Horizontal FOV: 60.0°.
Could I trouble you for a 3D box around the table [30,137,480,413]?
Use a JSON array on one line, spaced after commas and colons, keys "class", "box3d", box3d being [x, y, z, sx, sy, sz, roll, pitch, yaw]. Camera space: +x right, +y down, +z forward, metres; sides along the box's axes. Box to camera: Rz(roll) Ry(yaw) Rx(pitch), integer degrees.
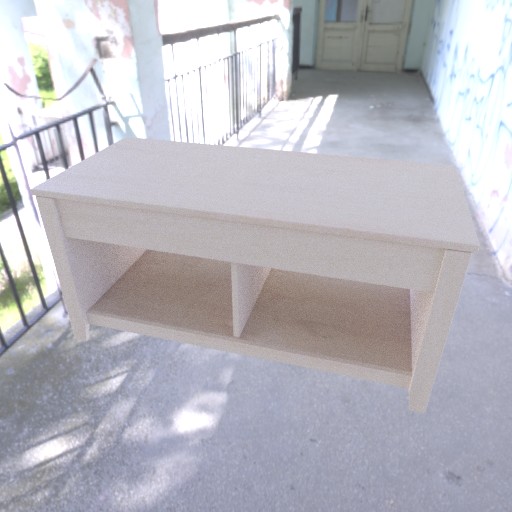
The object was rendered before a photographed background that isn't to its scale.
[{"class": "table", "box3d": [0.000, 0.000, 1.276, 1.016, 0.483, 0.457, 8, 32, 13]}]
